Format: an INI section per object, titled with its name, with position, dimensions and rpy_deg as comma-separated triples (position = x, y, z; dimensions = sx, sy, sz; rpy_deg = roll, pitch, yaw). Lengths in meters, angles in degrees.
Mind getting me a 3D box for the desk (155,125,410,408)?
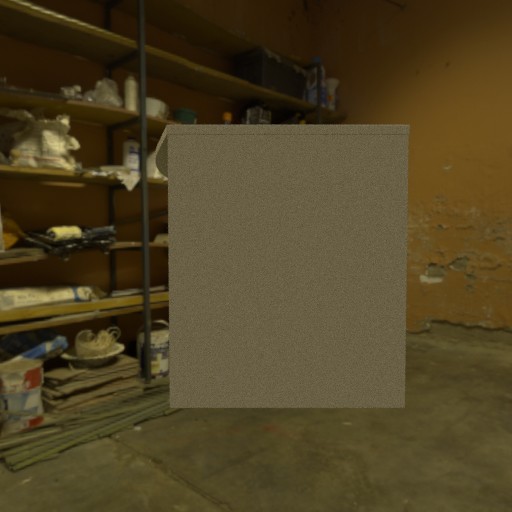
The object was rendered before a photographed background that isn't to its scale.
[desk]
position = 0.000, 0.000, 1.972
dimensions = 0.802, 0.750, 1.600
rpy_deg = 0, 2, 0
